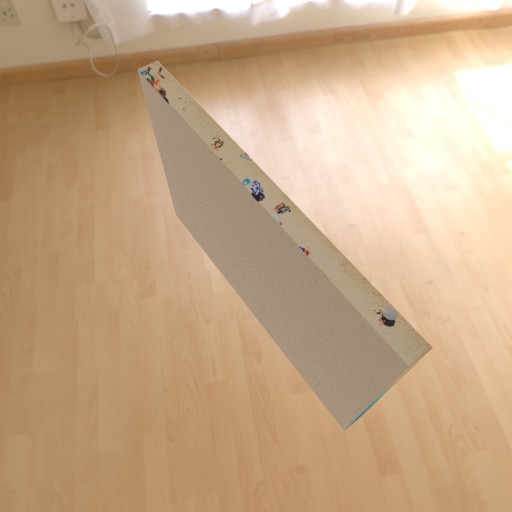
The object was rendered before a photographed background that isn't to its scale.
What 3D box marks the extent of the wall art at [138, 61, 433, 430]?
[{"bbox_3d":[0.000,0.000,1.144,0.057,0.595,0.894,-32,65,-17],"label":"wall art"}]
